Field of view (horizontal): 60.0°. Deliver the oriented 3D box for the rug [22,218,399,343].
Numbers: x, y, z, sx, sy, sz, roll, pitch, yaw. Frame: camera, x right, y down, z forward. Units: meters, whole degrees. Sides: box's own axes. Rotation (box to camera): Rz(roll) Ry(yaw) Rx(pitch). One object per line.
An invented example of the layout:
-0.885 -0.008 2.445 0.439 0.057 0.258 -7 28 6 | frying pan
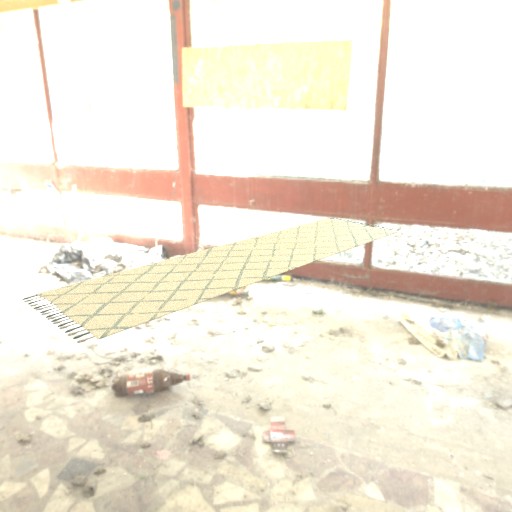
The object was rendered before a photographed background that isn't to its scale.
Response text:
0.000 0.000 2.570 0.620 0.008 2.372 16 23 42 | rug
